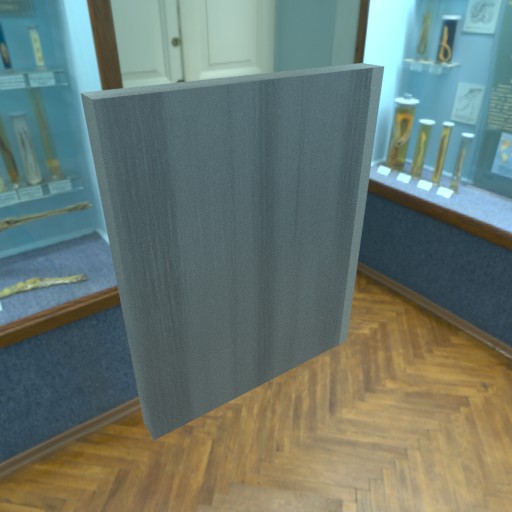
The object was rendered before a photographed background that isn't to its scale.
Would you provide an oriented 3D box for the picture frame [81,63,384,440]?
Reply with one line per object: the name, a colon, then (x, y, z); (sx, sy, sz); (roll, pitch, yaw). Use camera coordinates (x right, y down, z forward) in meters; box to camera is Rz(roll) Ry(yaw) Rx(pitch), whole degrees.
picture frame: (0.000, 0.000, 0.735); (0.449, 0.555, 0.046); (-19, 36, -29)
